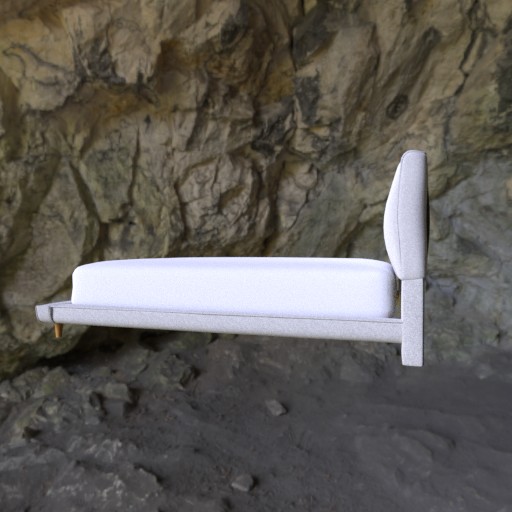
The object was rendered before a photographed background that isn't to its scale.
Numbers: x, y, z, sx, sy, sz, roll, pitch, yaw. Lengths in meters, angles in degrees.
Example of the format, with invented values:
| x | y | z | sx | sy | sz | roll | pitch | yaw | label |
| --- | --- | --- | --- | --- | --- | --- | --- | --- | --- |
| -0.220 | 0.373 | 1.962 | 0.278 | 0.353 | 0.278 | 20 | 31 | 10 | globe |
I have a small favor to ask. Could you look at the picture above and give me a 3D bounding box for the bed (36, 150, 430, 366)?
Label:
| x | y | z | sx | sy | sz | roll | pitch | yaw | label |
| --- | --- | --- | --- | --- | --- | --- | --- | --- | --- |
| 0.000 | 0.000 | 3.336 | 2.368 | 1.067 | 1.840 | 0 | 1 | 17 | bed |
